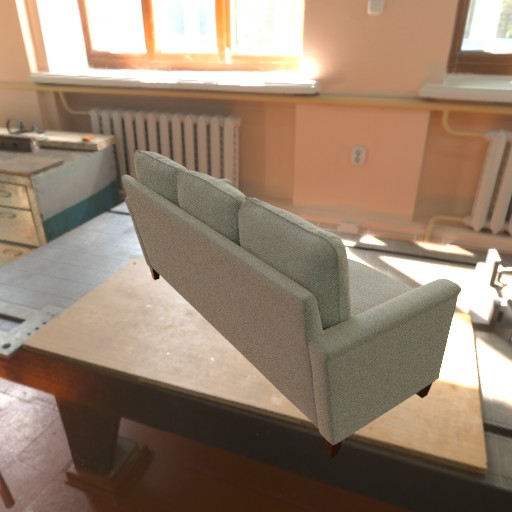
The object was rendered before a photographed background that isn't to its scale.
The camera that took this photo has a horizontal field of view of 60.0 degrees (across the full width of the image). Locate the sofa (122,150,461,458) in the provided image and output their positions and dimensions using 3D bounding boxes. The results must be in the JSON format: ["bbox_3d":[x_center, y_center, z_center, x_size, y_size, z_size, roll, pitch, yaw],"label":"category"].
[{"bbox_3d":[0.000,0.000,2.427,0.828,0.961,1.925,-17,31,-31],"label":"sofa"}]
